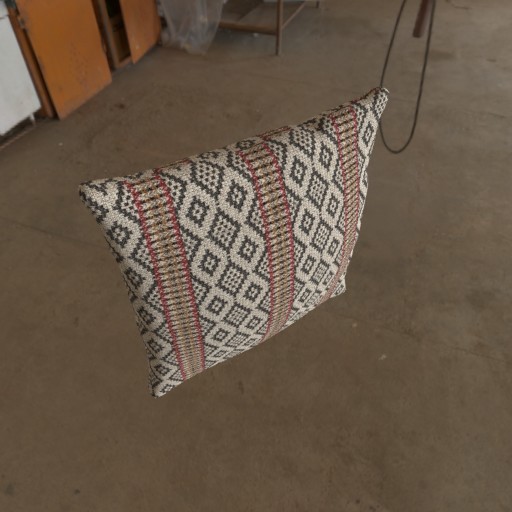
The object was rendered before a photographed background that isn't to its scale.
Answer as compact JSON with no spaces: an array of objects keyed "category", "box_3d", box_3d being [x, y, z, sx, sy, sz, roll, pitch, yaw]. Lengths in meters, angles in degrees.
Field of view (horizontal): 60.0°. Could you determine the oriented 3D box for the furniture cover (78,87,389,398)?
[{"category":"furniture cover","box_3d":[0.000,0.000,0.798,0.503,0.506,0.182,-25,51,-23]}]
